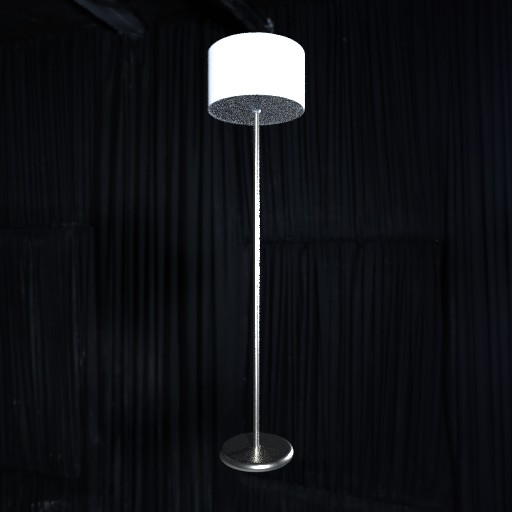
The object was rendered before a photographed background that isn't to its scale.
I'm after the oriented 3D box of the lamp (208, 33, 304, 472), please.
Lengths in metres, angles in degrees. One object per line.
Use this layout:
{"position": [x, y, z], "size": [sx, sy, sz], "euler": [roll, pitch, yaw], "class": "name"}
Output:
{"position": [0.000, 0.000, 1.609], "size": [0.347, 1.443, 0.347], "euler": [0, 0, 19], "class": "lamp"}
